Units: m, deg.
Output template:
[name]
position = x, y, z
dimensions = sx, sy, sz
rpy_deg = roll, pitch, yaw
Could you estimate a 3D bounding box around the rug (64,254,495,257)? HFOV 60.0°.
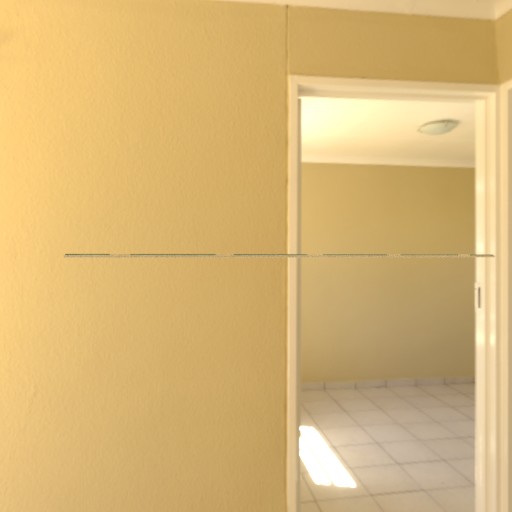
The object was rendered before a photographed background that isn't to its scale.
[rug]
position = 0.000, 0.000, 4.085
dimensions = 3.049, 0.021, 2.466
rpy_deg = 0, 0, -18
